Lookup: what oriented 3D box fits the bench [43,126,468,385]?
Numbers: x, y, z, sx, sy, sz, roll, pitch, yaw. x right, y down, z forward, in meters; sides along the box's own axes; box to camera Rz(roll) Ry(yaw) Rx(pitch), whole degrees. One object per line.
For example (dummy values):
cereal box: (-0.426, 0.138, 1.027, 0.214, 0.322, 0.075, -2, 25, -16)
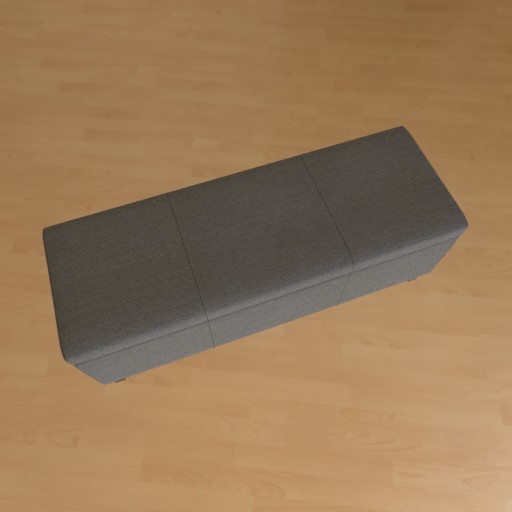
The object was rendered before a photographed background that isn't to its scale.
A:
bench: (0.000, 0.000, 1.539, 1.269, 0.438, 0.446, -18, 65, -9)
